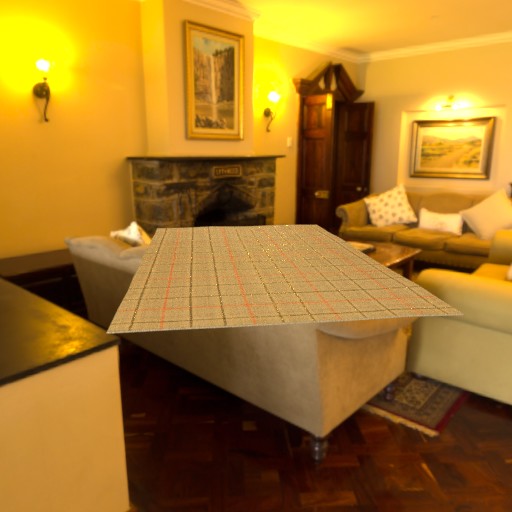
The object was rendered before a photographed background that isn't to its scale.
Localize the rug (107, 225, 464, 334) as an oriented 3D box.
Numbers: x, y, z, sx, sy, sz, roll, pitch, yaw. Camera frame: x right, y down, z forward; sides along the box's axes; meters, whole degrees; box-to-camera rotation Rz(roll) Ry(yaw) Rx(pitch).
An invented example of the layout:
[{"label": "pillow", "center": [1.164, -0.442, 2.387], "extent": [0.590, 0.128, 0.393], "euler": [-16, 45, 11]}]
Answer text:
[{"label": "rug", "center": [0.000, 0.000, 3.033], "extent": [1.524, 0.015, 2.439], "euler": [-2, 13, -7]}]
